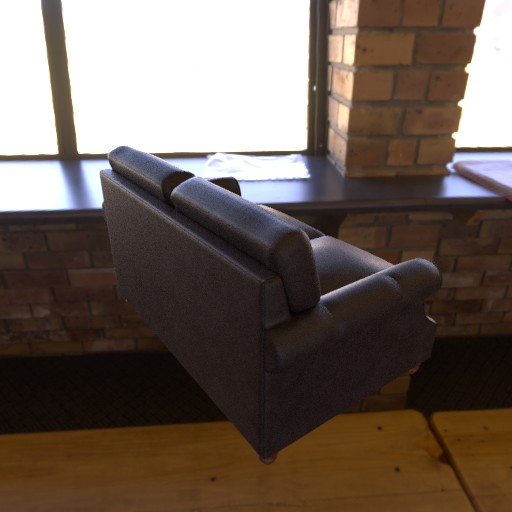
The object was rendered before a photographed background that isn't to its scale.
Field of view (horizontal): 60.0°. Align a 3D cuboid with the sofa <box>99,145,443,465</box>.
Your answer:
[{"bbox_3d":[0.000,0.000,2.277,1.030,0.979,1.663,-18,32,-31],"label":"sofa"}]
